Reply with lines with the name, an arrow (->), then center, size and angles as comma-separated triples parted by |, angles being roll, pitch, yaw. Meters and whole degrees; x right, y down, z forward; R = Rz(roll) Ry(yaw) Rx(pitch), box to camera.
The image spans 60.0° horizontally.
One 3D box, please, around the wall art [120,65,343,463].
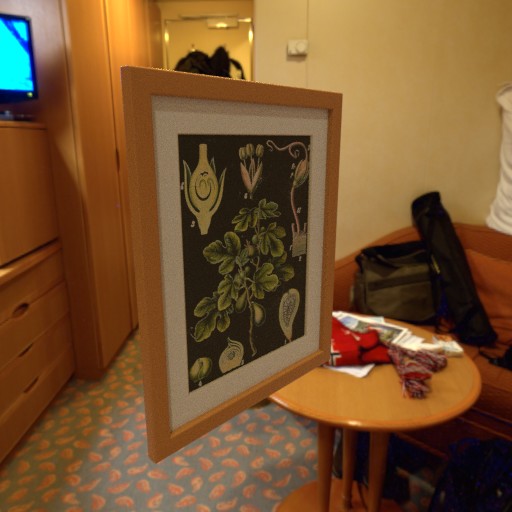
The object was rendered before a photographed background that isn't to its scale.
wall art -> 0.000, 0.000, 0.517 | 0.015, 0.379, 0.310 | 14, 20, 42
